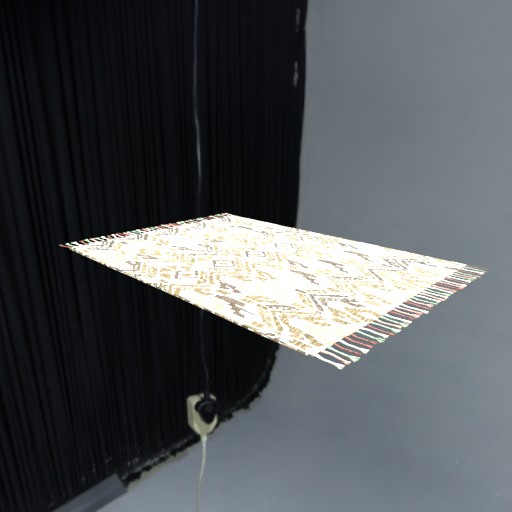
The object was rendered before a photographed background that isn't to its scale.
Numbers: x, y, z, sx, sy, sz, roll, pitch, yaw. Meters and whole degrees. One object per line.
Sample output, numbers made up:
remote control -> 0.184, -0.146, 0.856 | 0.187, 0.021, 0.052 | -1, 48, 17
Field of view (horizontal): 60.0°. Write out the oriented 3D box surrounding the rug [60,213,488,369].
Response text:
rug -> 0.000, 0.000, 2.222 | 1.829, 0.008, 1.219 | 16, 23, 42
